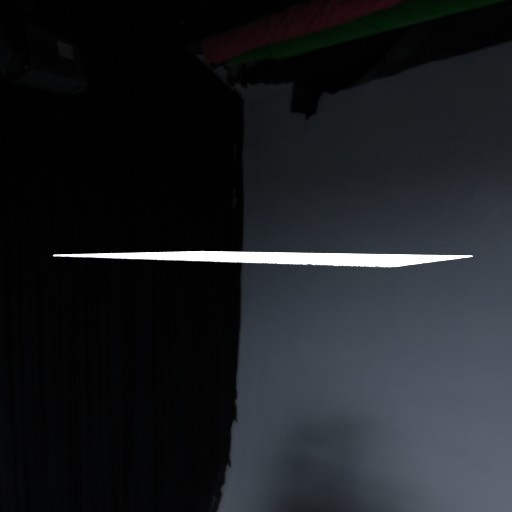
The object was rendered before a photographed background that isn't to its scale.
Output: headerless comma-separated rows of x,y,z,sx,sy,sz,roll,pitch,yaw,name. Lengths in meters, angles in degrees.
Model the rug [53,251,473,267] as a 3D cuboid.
0.000,0.000,3.029,2.442,0.010,1.546,1,2,36,rug
